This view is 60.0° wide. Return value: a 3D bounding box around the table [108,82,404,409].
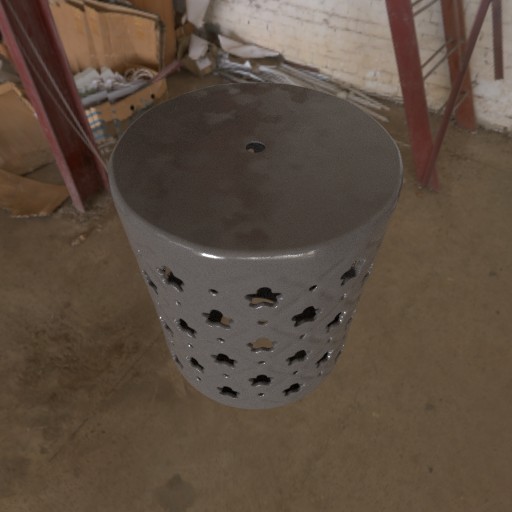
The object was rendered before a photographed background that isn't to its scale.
[{"bbox_3d":[0.000,0.000,0.670,0.352,0.387,0.352,0,48,0],"label":"table"}]
